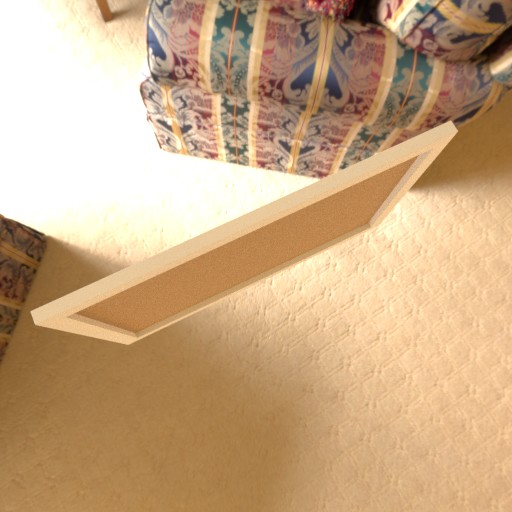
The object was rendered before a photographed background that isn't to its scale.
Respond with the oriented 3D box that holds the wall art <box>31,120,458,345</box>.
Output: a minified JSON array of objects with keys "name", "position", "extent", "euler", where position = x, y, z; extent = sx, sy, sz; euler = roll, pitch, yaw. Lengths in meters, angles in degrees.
[{"name":"wall art","position":[0.000,0.000,1.456],"extent":[1.144,0.767,0.038],"euler":[-25,77,-6]}]
